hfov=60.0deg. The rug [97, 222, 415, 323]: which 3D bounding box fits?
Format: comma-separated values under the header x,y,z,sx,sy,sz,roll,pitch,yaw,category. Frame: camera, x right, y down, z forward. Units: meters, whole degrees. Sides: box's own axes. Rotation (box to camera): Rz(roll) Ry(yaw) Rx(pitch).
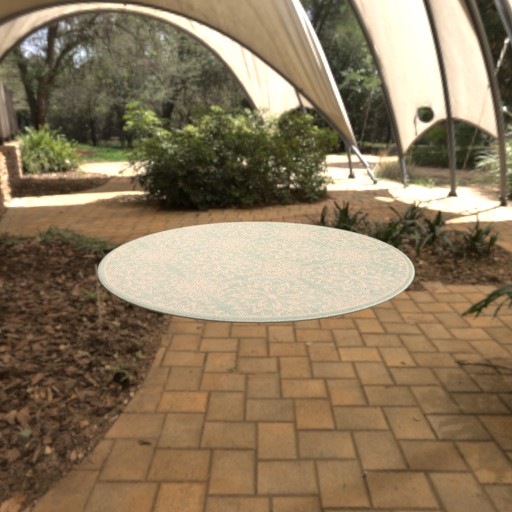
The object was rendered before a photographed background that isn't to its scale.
x,y,z,sx,sy,sz,roll,pitch,yaw,category
0.000,0.000,2.350,1.593,0.012,1.593,0,17,0,rug
